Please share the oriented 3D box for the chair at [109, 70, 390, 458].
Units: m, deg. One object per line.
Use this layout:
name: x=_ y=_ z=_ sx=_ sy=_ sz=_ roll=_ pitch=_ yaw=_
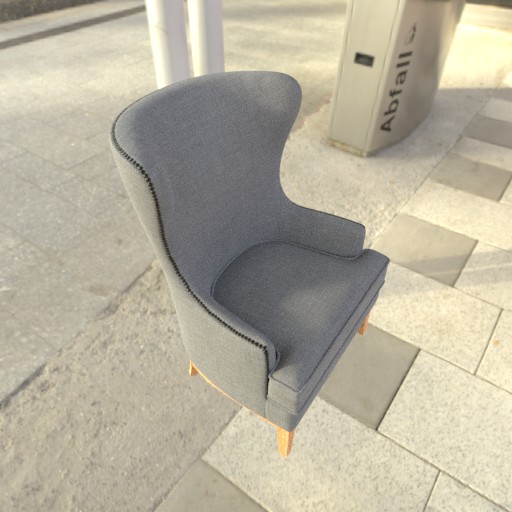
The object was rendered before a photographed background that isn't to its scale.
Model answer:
chair: x=0.000 y=0.000 z=1.796 sx=0.883 sy=1.176 sz=0.864 roll=24 pitch=46 yaw=25
